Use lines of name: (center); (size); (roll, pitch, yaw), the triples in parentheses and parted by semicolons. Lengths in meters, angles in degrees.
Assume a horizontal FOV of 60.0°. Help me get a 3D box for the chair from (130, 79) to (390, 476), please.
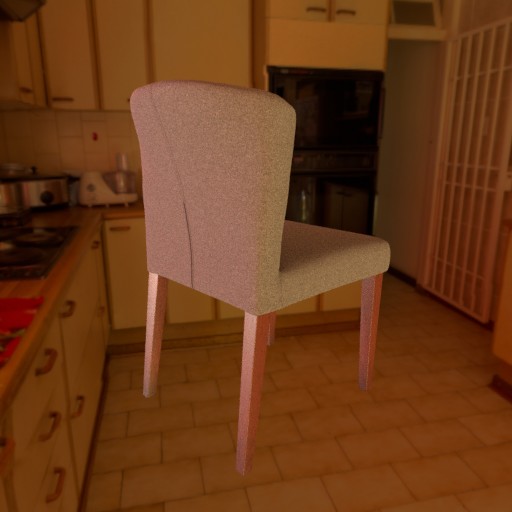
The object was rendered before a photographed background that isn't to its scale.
chair: (0.000, 0.000, 1.195); (0.592, 0.839, 0.491); (-14, 20, -41)
